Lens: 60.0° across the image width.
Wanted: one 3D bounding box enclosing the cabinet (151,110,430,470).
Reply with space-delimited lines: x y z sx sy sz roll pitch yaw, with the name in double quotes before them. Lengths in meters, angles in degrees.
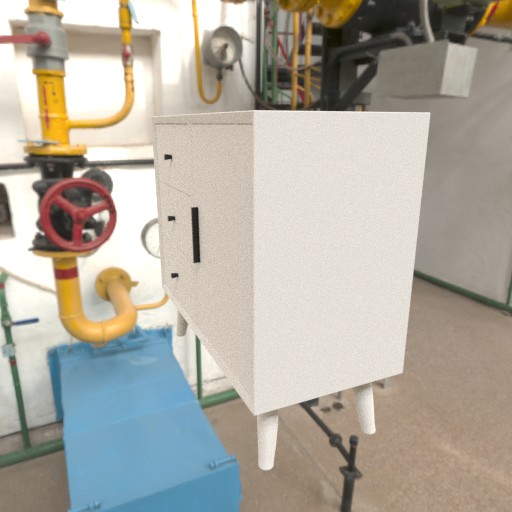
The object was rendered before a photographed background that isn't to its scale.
"cabinet" 0.000 0.000 1.257 0.398 0.761 0.800 -7 18 -23
